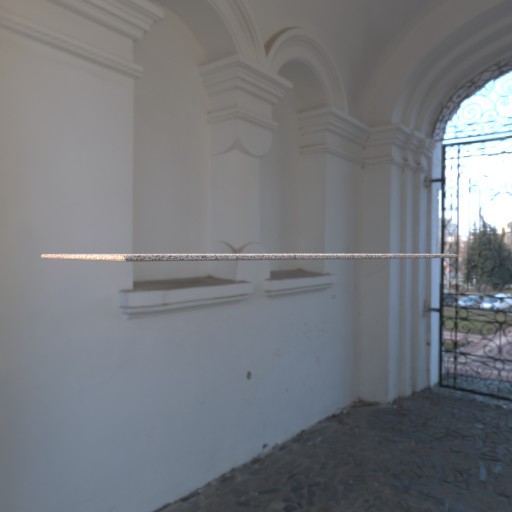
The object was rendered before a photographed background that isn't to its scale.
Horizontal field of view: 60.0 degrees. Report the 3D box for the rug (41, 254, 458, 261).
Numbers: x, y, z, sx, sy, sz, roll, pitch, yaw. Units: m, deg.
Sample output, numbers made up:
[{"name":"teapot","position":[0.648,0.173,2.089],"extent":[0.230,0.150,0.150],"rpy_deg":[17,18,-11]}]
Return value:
[{"name":"rug","position":[0.000,0.000,3.456],"extent":[2.743,0.030,1.778],"rpy_deg":[0,0,-37]}]
